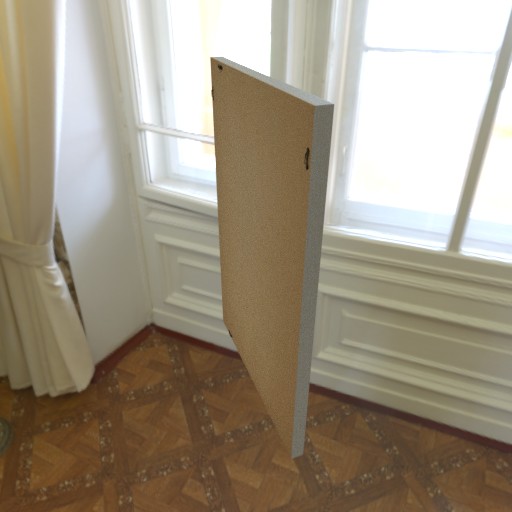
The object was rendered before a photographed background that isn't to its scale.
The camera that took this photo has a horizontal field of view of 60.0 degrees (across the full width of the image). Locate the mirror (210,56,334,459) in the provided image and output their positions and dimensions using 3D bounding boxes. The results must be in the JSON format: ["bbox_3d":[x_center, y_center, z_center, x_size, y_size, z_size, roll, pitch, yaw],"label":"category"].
[{"bbox_3d":[0.000,0.000,1.192,0.040,0.915,0.609,-11,33,-18],"label":"mirror"}]
